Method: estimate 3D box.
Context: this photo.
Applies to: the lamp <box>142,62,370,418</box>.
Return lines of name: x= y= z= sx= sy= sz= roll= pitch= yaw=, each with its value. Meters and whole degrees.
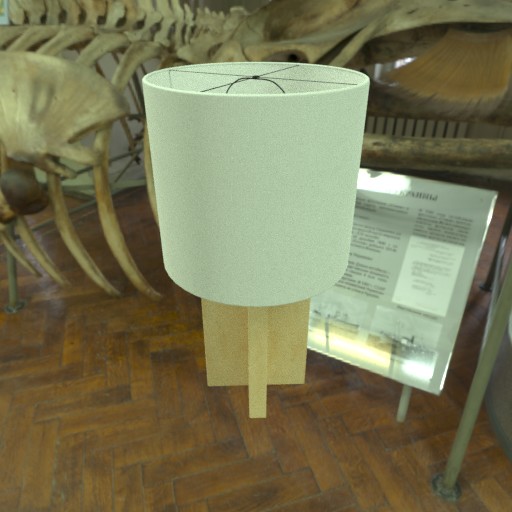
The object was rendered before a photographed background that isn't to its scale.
lamp: x=0.000 y=0.000 z=0.561 sx=0.229 sy=0.428 sz=0.229 roll=-1 pitch=30 yaw=-2
